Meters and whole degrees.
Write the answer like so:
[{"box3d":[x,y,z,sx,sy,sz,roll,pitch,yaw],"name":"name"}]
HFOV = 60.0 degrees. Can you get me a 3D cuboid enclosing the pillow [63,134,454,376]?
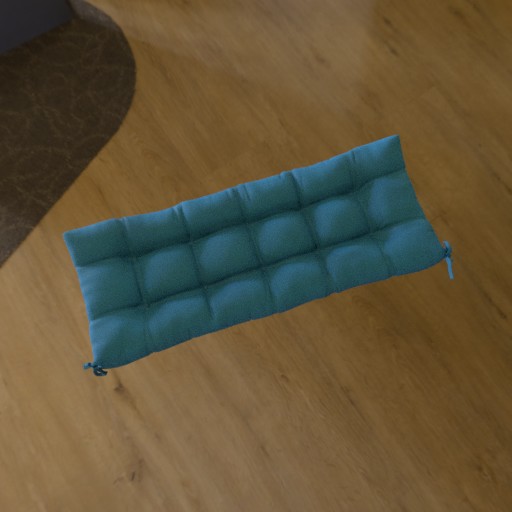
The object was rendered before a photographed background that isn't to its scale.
[{"box3d":[0.000,0.000,1.385,1.194,0.174,0.511,-17,77,-4],"name":"pillow"}]
